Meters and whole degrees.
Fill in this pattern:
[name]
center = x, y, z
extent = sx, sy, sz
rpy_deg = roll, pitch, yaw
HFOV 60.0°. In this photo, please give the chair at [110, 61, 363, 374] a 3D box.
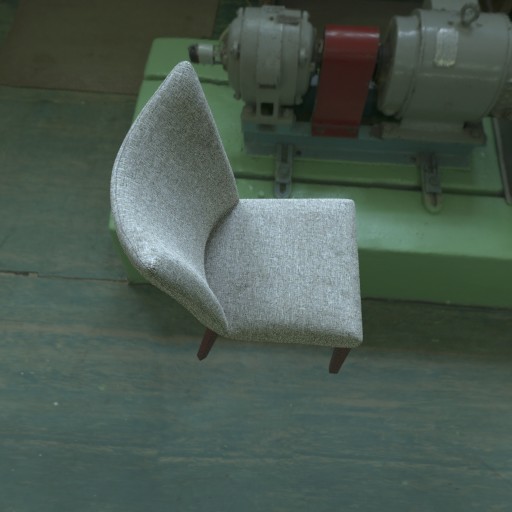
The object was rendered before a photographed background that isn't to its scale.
[chair]
center = 0.000, 0.000, 1.301
extent = 0.623, 0.924, 0.535
rpy_deg = 3, 64, 1
